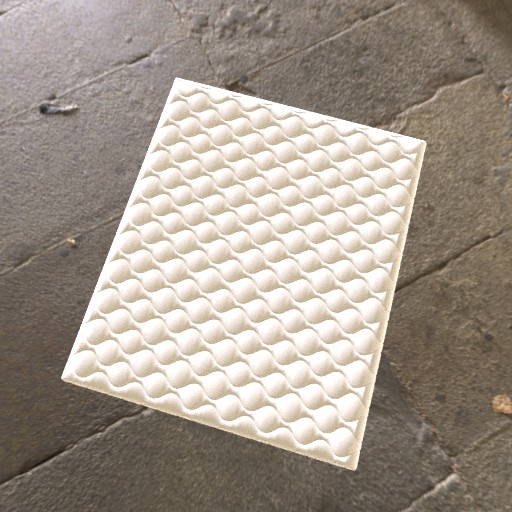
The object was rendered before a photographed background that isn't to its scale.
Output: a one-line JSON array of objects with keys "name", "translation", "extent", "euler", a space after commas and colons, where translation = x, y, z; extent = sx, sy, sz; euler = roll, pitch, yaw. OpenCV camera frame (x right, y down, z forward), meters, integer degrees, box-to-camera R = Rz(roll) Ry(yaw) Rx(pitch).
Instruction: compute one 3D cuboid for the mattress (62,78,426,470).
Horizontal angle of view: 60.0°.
[{"name": "mattress", "translation": [0.000, 0.000, 2.562], "extent": [1.600, 0.200, 1.900], "euler": [16, 76, 4]}]
